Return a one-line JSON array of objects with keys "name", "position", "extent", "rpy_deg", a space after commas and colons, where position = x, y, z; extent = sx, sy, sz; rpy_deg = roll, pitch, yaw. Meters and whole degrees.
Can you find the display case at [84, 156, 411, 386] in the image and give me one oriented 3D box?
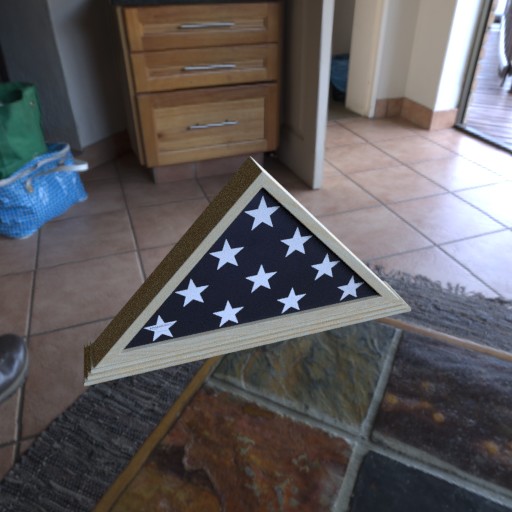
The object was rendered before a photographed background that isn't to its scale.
[{"name": "display case", "position": [0.000, 0.000, 0.775], "extent": [0.640, 0.340, 0.095], "rpy_deg": [-10, 35, -15]}]
